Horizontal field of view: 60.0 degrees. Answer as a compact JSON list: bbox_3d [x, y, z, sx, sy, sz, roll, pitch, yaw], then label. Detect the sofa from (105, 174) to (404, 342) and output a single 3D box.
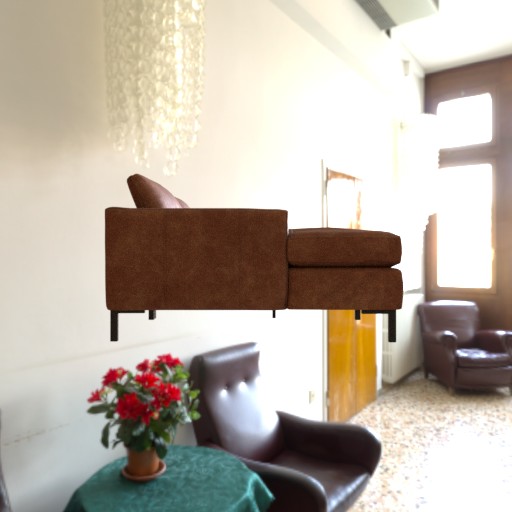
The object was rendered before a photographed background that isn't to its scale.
[{"bbox_3d":[0.000,0.000,3.630,1.471,0.859,2.993,0,0,0],"label":"sofa"}]
